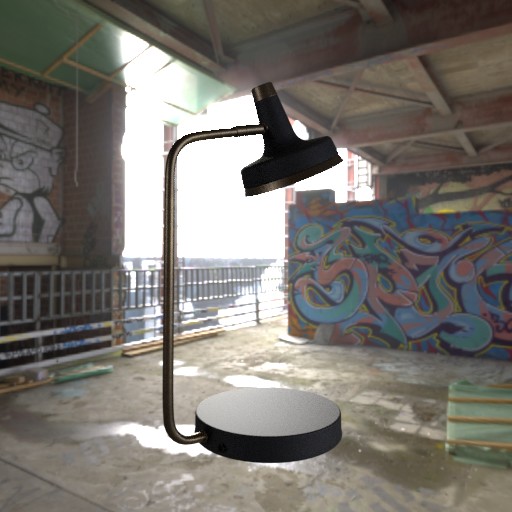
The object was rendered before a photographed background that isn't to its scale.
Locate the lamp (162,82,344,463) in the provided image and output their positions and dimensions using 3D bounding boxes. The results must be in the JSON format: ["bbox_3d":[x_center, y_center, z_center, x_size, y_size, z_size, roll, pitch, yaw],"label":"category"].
[{"bbox_3d":[0.000,0.000,0.481,0.218,0.385,0.162,0,0,-37],"label":"lamp"}]
